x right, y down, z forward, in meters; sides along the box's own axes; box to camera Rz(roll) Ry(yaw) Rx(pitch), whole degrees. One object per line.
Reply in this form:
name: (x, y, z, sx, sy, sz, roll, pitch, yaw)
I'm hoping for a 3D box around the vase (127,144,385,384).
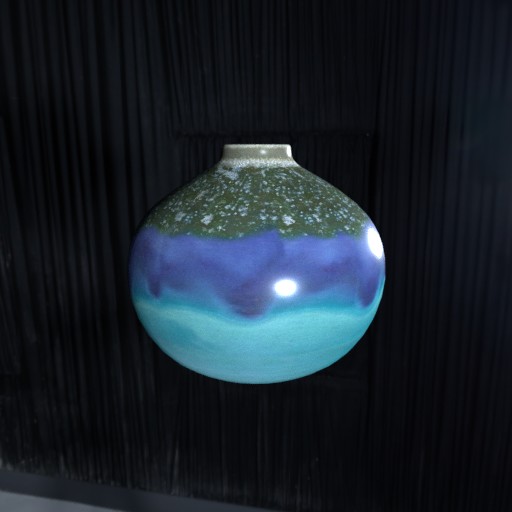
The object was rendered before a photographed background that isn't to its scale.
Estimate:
vase: (0.000, 0.000, 0.273, 0.154, 0.133, 0.154, 0, 14, 0)
